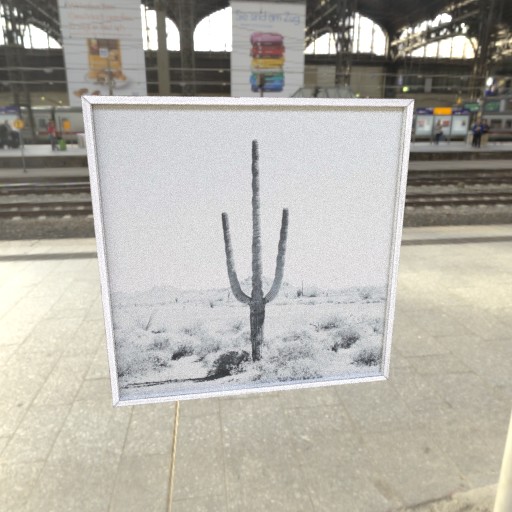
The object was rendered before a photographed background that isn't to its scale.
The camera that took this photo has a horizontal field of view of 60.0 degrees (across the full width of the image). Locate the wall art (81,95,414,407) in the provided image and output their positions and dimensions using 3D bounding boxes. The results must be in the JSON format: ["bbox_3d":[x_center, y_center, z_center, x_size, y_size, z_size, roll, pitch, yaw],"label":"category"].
[{"bbox_3d":[0.000,0.000,0.755,0.508,0.508,0.038,-3,16,-9],"label":"wall art"}]
